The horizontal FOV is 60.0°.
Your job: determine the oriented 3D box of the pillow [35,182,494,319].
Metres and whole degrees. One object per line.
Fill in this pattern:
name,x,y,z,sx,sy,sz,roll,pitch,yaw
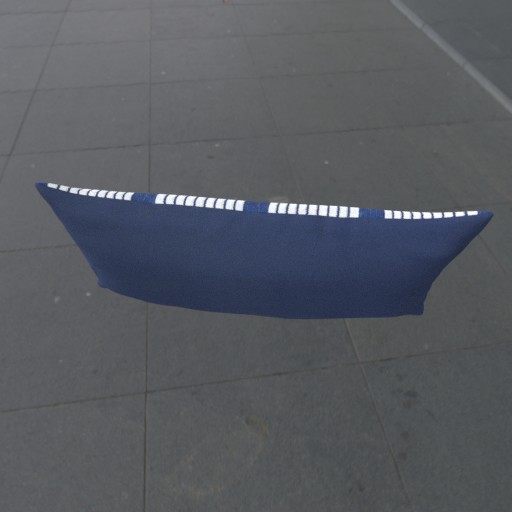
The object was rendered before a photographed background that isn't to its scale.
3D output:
pillow,0.000,0.000,0.706,0.608,0.292,0.156,4,47,4
